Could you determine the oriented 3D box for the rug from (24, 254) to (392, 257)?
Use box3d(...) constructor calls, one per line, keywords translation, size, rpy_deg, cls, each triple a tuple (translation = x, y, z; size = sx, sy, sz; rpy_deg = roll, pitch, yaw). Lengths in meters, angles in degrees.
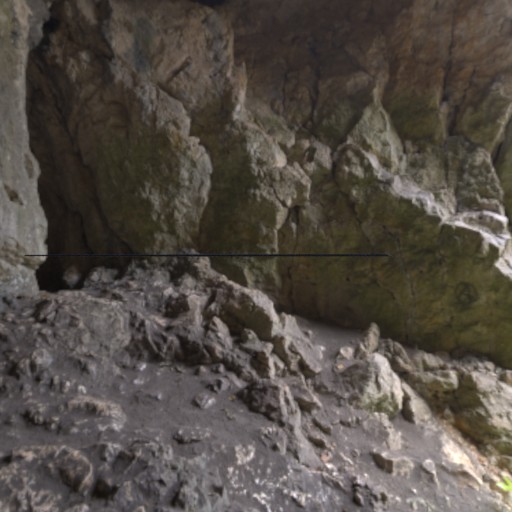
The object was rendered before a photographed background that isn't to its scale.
box3d(translation=(0.000, 0.000, 4.169), size=(2.438, 0.010, 3.048), rpy_deg=(0, 0, 17), cls="rug")
